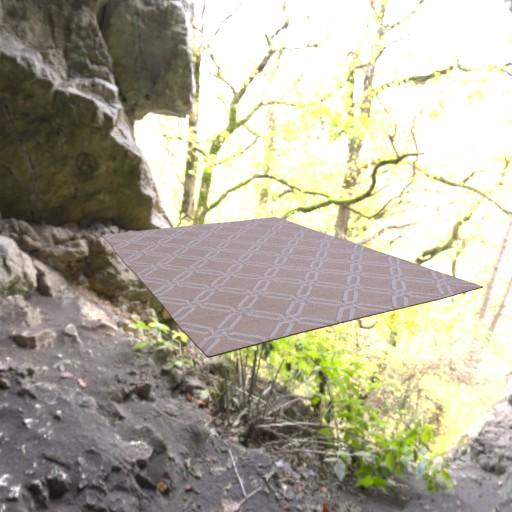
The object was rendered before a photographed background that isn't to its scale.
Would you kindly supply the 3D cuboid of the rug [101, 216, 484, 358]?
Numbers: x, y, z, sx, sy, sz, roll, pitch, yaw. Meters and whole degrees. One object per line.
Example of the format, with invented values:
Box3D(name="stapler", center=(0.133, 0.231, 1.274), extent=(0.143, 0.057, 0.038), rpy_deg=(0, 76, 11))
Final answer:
Box3D(name="rug", center=(0.000, 0.000, 4.466), extent=(2.452, 0.020, 3.365), rpy_deg=(-9, 18, -27))
